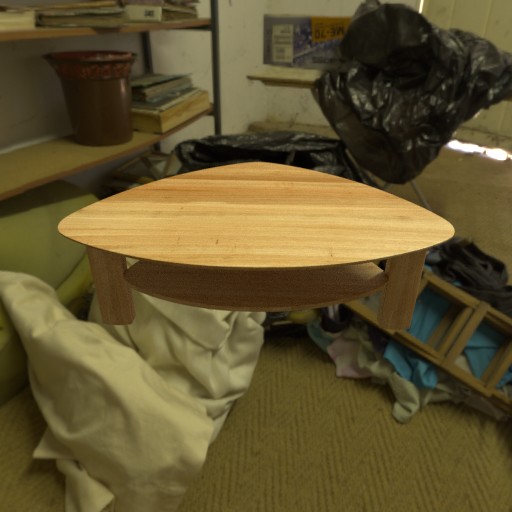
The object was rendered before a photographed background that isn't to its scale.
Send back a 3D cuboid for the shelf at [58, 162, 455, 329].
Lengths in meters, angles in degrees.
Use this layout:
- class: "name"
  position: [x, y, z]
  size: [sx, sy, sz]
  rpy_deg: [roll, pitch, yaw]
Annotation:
- class: "shelf"
  position: [0.000, 0.000, 1.660]
  size: [1.240, 0.439, 0.863]
  rpy_deg: [1, 30, 1]
